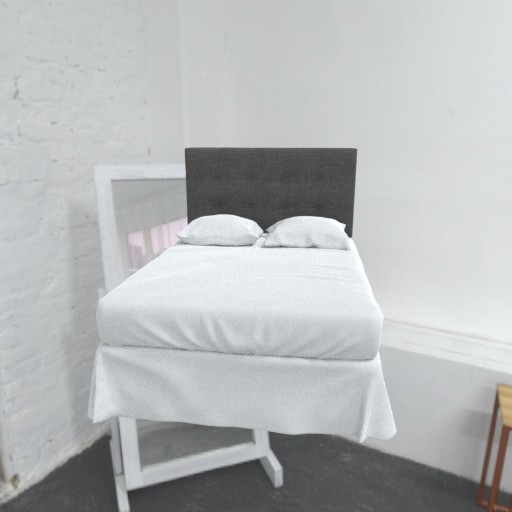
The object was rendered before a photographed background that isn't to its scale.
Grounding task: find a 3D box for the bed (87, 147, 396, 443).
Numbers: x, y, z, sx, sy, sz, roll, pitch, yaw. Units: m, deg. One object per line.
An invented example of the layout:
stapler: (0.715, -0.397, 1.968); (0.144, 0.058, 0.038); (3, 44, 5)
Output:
bed: (0.000, 0.000, 3.413); (1.936, 1.577, 2.222); (2, 15, 7)
